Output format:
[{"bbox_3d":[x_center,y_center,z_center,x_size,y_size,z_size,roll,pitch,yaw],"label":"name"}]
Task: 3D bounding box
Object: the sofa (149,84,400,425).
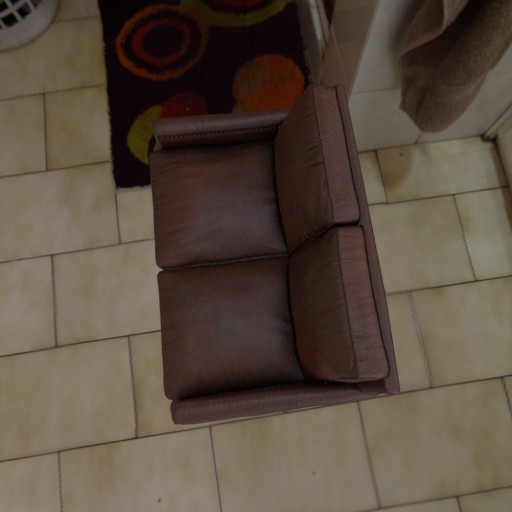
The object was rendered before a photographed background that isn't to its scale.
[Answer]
[{"bbox_3d":[0.000,0.000,2.371,1.083,1.003,1.628,-6,76,-2],"label":"sofa"}]
